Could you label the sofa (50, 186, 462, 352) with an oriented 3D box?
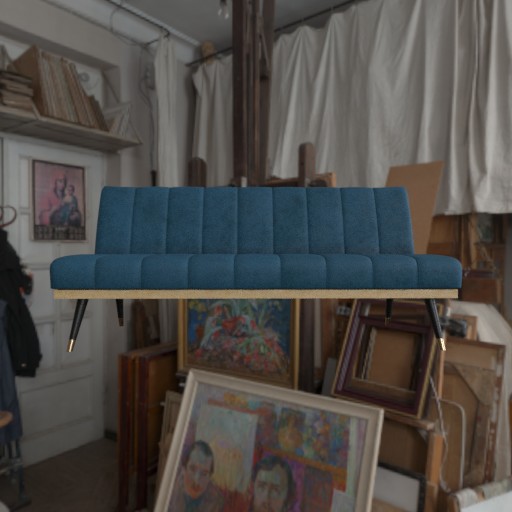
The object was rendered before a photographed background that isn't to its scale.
[{"bbox_3d":[0.000,0.000,2.320,1.810,0.825,0.830,0,1,-1],"label":"sofa"}]
